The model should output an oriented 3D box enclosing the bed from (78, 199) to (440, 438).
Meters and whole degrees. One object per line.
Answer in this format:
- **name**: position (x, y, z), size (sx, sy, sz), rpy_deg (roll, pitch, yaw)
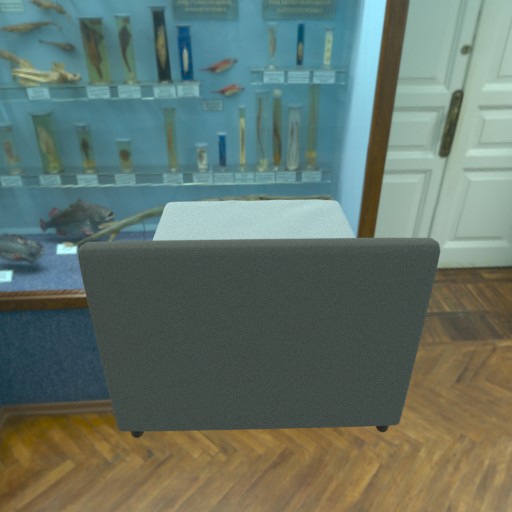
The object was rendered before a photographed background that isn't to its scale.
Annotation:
- **bed**: position (0.000, 0.000, 3.251), size (1.748, 1.330, 2.142), rpy_deg (-1, 30, -1)
